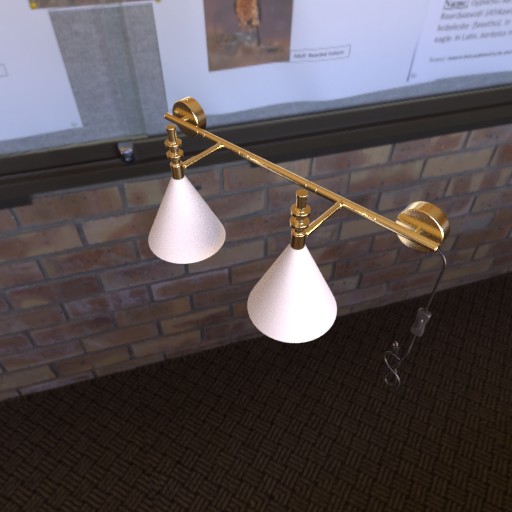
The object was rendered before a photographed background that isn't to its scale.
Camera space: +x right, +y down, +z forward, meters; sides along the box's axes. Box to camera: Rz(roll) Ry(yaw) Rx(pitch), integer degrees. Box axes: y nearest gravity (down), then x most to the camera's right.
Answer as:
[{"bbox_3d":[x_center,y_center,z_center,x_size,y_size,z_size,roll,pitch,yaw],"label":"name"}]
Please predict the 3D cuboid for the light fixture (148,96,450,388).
[{"bbox_3d":[0.000,0.000,0.852,0.642,0.468,0.239,32,53,28],"label":"light fixture"}]
